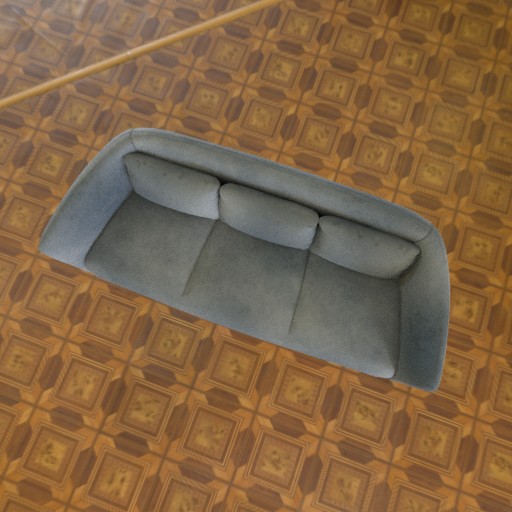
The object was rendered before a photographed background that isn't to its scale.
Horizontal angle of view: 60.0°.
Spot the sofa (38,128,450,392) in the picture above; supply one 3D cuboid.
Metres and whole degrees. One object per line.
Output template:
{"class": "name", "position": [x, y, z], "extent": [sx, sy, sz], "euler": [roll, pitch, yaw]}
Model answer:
{"class": "sofa", "position": [0.000, 0.000, 2.524], "extent": [2.095, 0.795, 0.849], "euler": [19, 76, 5]}
